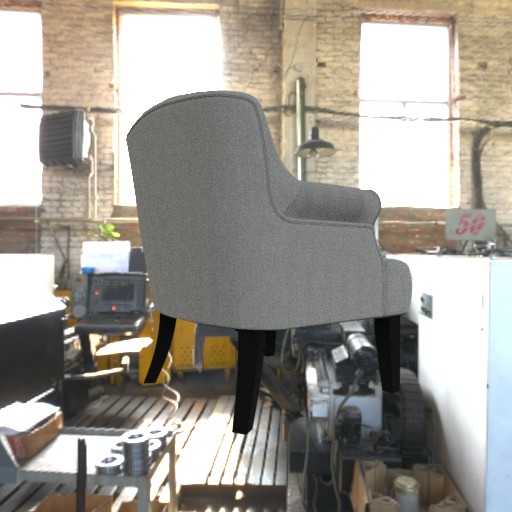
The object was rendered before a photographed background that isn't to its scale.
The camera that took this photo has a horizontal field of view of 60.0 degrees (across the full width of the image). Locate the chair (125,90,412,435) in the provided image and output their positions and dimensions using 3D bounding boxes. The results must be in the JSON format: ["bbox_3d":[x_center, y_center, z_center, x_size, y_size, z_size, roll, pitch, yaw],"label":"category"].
[{"bbox_3d":[0.000,0.000,1.492,0.755,0.880,0.772,-1,1,-38],"label":"chair"}]
